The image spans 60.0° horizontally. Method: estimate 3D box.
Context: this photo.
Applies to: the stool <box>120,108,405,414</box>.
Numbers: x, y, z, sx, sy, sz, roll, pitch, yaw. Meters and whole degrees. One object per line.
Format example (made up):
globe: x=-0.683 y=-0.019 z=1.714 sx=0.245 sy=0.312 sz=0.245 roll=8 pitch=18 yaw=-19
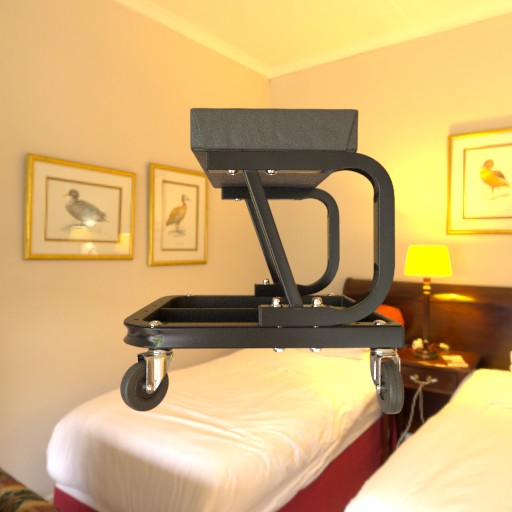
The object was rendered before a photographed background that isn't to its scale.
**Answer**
stool: x=0.000 y=0.000 z=0.737 sx=0.371 sy=0.380 sz=0.446 roll=0 pitch=1 yaw=-1
